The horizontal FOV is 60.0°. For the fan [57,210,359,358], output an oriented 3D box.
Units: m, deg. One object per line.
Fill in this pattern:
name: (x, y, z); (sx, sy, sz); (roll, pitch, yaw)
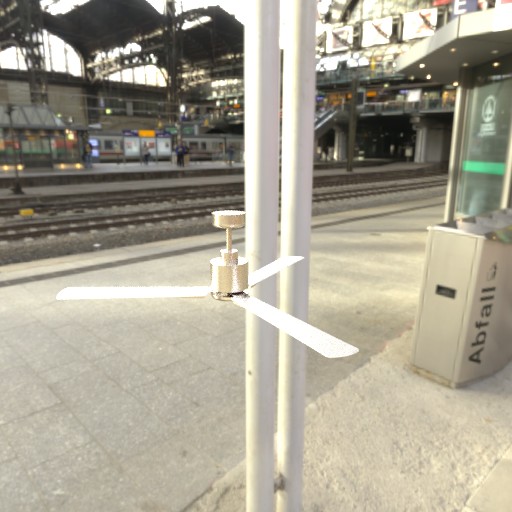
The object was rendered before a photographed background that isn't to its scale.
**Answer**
fan: (0.000, 0.000, 2.305); (1.531, 0.446, 1.561); (13, 19, 43)
